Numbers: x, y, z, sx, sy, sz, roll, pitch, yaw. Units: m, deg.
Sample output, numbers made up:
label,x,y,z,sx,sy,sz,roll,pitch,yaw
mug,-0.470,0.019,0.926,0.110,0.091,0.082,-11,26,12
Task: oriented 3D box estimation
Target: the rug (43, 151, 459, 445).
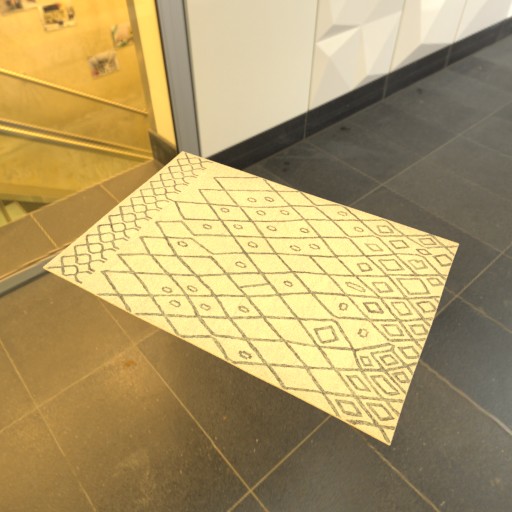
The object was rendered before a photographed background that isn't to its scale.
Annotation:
label,x,y,z,sx,sy,sz,roll,pitch,yaw
rug,0.000,0.000,2.329,1.828,0.015,1.222,22,50,20
